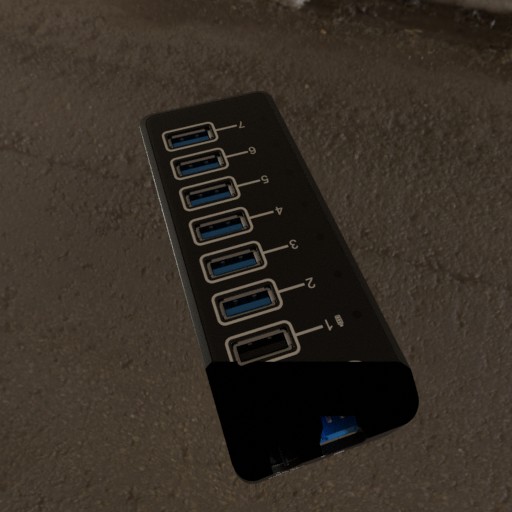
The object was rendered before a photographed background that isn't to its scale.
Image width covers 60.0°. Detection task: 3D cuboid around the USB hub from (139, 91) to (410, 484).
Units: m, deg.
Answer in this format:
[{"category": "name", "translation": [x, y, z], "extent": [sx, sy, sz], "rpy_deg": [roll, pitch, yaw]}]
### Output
[{"category": "USB hub", "translation": [0.000, 0.000, 0.127], "extent": [0.044, 0.023, 0.110], "rpy_deg": [-16, 61, -9]}]
